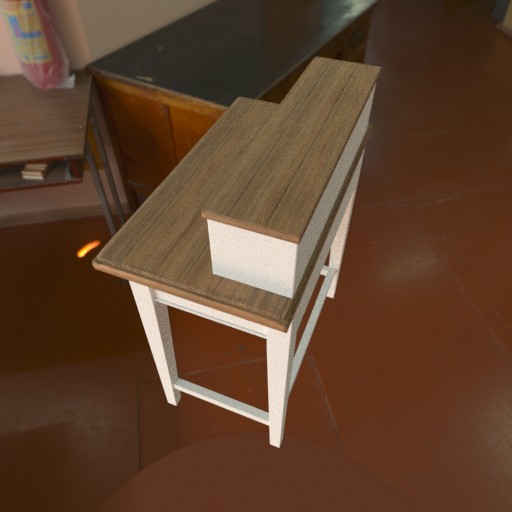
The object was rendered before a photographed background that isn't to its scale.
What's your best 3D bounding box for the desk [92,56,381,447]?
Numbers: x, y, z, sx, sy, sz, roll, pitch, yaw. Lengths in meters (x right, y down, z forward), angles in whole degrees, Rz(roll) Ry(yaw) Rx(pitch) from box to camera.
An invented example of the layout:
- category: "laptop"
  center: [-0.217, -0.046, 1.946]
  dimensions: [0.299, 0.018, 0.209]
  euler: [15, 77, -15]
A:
- category: "desk"
  center: [0.000, 0.000, 1.399]
  dimensions: [0.462, 0.981, 0.814]
  euler: [16, 49, 15]
